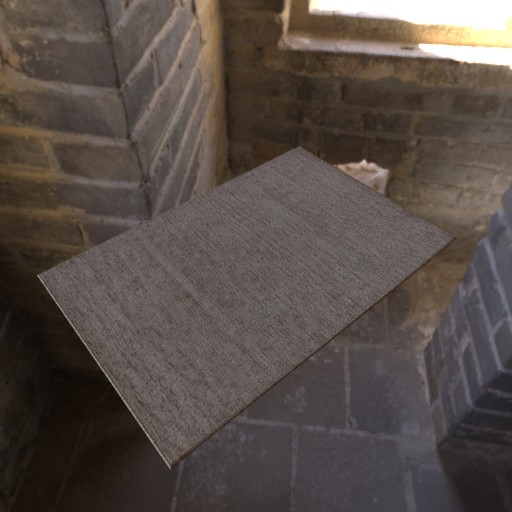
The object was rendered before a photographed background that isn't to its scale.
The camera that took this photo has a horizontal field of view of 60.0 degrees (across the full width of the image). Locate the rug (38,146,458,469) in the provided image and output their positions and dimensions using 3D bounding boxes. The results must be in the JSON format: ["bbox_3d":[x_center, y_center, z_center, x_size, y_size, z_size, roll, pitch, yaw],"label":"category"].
[{"bbox_3d":[0.000,0.000,2.294,1.822,0.018,1.211,-31,53,-27],"label":"rug"}]
